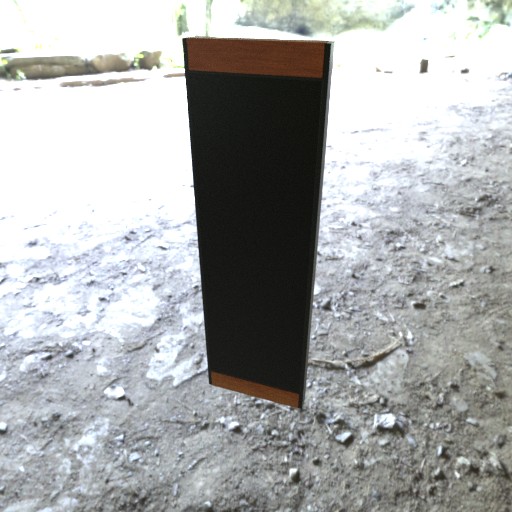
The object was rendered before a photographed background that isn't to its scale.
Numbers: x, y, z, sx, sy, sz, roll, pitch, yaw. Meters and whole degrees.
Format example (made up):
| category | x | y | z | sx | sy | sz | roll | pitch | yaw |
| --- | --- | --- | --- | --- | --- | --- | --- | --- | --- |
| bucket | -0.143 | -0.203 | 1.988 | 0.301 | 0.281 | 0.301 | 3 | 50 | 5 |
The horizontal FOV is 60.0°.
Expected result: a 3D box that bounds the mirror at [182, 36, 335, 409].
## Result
| category | x | y | z | sx | sy | sz | roll | pitch | yaw |
| --- | --- | --- | --- | --- | --- | --- | --- | --- | --- |
| mirror | 0.000 | 0.000 | 1.272 | 0.343 | 1.123 | 0.047 | 10 | 33 | 16 |
